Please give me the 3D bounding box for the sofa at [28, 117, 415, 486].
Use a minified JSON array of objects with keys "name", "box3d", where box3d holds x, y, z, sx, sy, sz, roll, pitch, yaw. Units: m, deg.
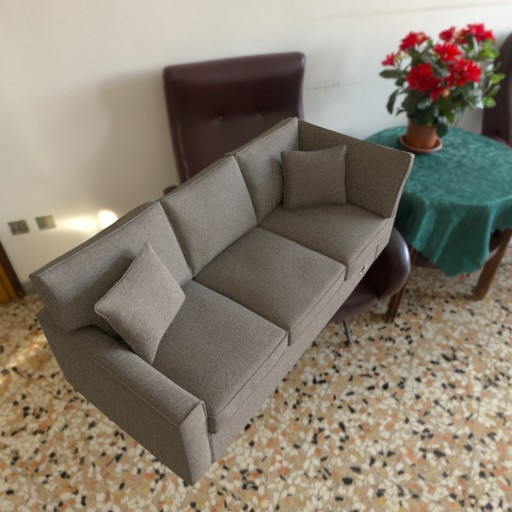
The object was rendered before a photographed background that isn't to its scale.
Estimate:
[{"name":"sofa","box3d":[0.000,0.000,2.758,1.061,0.962,2.317,26,47,27]}]
